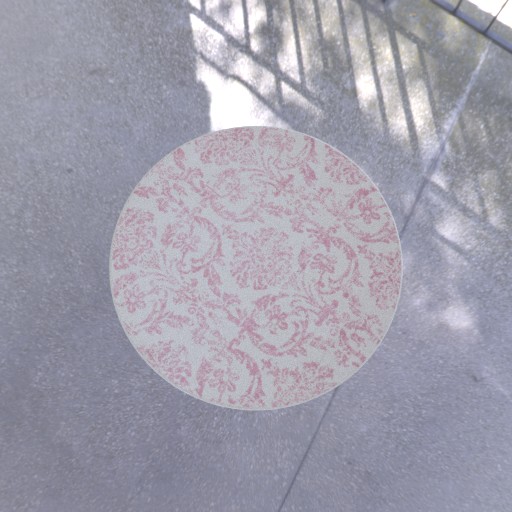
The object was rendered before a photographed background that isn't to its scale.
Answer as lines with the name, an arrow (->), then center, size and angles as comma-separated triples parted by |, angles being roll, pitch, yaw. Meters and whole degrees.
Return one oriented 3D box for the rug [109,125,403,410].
rug -> 0.000, 0.000, 2.414 | 1.593, 0.012, 1.593 | 0, 75, 0
